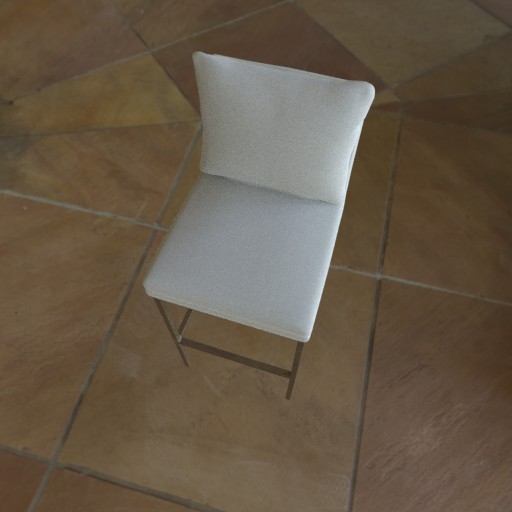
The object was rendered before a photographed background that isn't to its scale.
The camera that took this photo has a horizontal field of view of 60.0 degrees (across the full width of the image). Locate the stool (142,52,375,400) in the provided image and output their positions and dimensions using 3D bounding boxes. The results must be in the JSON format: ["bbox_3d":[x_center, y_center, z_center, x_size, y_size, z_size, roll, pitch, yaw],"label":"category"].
[{"bbox_3d":[0.000,0.000,1.426,0.463,1.125,0.572,15,61,9],"label":"stool"}]
